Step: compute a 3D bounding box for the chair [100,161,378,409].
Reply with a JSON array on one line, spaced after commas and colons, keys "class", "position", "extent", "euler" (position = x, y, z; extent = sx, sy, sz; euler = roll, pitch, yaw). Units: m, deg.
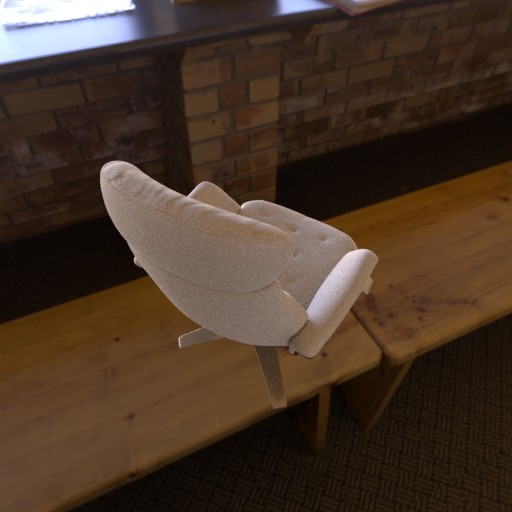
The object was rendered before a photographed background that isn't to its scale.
[{"class": "chair", "position": [0.000, 0.000, 1.559], "extent": [0.785, 0.995, 0.837], "euler": [25, 51, 22]}]
